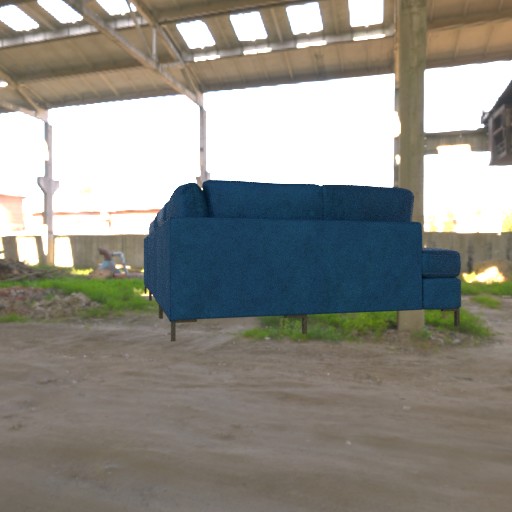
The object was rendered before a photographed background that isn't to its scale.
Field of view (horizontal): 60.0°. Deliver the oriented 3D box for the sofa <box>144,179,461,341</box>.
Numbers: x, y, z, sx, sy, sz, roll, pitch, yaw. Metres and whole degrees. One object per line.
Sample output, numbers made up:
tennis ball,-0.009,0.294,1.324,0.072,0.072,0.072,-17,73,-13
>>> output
sofa,0.000,0.000,4.473,2.055,0.992,3.434,0,0,-17
